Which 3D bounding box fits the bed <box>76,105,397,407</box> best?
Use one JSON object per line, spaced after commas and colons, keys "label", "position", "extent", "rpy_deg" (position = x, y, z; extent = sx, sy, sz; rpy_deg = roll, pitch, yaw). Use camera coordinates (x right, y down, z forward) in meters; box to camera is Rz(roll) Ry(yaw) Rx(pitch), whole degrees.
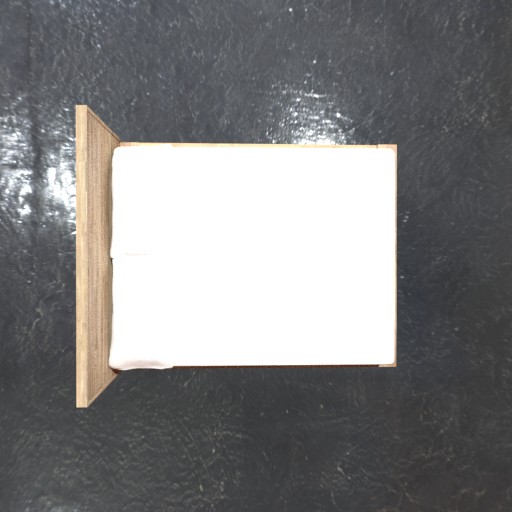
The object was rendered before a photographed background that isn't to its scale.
{"label": "bed", "position": [0.000, 0.000, 3.148], "extent": [2.145, 1.071, 1.759], "rpy_deg": [0, 90, -2]}
